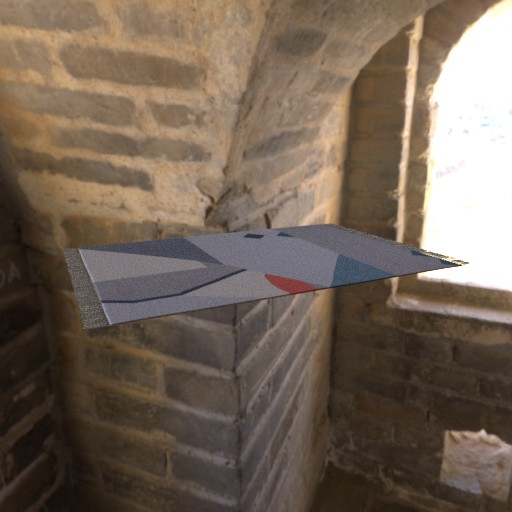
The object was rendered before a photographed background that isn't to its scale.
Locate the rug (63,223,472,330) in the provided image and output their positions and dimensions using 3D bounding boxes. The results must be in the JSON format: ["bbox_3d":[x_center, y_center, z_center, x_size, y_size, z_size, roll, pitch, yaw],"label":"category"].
[{"bbox_3d":[0.000,0.000,2.346,1.828,0.005,1.220,-7,16,-25],"label":"rug"}]
